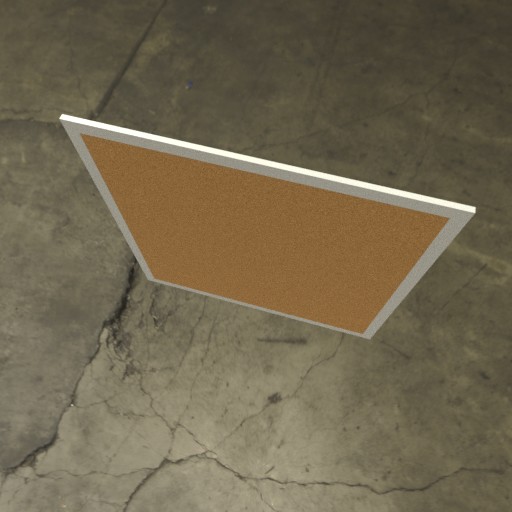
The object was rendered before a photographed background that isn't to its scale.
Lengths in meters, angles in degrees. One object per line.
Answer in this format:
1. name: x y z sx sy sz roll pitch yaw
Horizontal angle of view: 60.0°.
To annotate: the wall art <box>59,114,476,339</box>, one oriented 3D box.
1. wall art: 0.000 0.000 1.201 0.812 0.813 0.013 14 64 7
